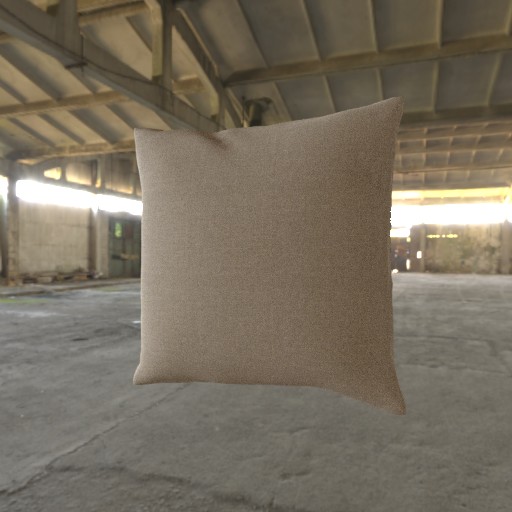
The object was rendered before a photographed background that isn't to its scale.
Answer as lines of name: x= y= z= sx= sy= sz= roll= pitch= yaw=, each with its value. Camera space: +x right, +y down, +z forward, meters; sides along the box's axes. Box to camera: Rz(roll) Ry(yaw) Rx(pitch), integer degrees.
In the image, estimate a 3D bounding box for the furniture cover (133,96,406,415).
furniture cover: x=0.000 y=0.000 z=0.670 sx=0.431 sy=0.431 sz=0.139 roll=0 pitch=0 yaw=20
